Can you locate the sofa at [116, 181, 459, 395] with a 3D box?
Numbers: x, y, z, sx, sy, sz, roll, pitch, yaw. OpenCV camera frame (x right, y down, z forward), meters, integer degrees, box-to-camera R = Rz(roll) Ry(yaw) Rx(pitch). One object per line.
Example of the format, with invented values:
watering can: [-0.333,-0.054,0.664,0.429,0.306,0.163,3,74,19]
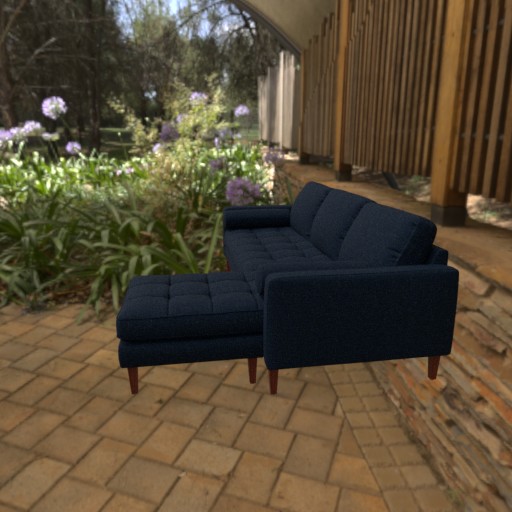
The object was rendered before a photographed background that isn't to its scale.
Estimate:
sofa: [0.000,0.000,3.026,1.613,0.841,2.185,-2,15,-9]
